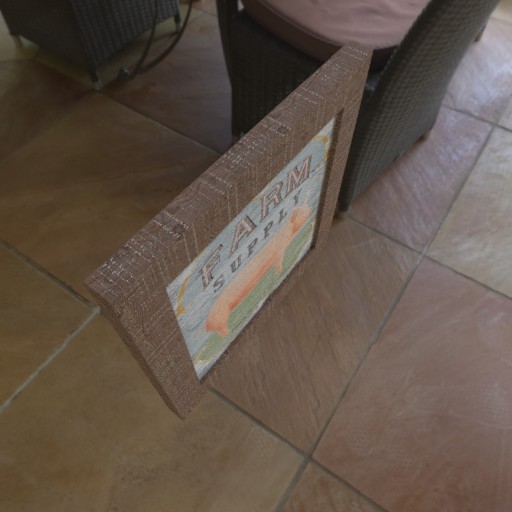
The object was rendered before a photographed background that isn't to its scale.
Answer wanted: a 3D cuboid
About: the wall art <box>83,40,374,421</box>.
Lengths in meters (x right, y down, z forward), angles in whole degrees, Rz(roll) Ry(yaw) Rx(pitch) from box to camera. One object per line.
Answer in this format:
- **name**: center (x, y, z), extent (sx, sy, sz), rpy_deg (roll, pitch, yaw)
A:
- **wall art**: center (0.000, 0.000, 0.782), extent (0.040, 0.531, 0.531), rpy_deg (33, 63, 19)
